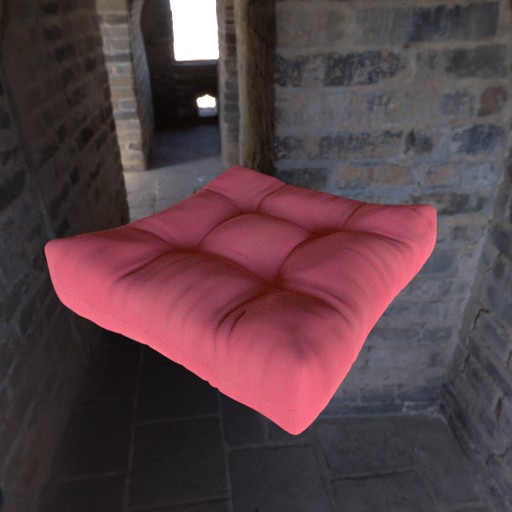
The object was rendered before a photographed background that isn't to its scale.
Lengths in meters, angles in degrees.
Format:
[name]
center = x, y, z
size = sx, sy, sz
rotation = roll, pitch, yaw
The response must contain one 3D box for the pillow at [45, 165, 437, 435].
[pillow]
center = 0.000, 0.000, 0.735
size = 0.468, 0.128, 0.490
rotation = 19, 35, 30
